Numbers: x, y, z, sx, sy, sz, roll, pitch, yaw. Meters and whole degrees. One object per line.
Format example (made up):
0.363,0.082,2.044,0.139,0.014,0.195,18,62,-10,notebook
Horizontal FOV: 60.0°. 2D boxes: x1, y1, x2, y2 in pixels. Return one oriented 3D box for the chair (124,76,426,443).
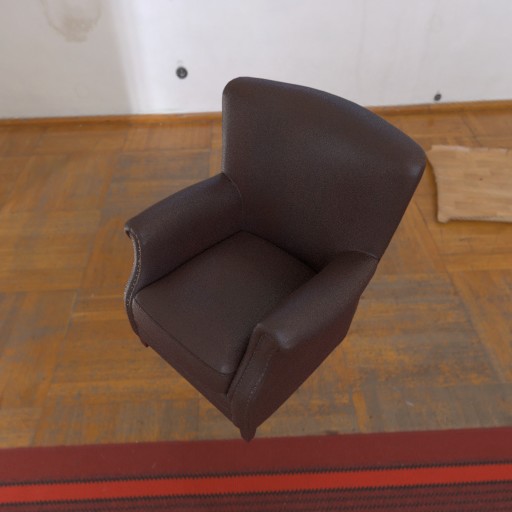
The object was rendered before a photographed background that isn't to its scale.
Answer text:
0.000,0.000,1.382,0.700,0.800,0.746,33,54,28,chair
